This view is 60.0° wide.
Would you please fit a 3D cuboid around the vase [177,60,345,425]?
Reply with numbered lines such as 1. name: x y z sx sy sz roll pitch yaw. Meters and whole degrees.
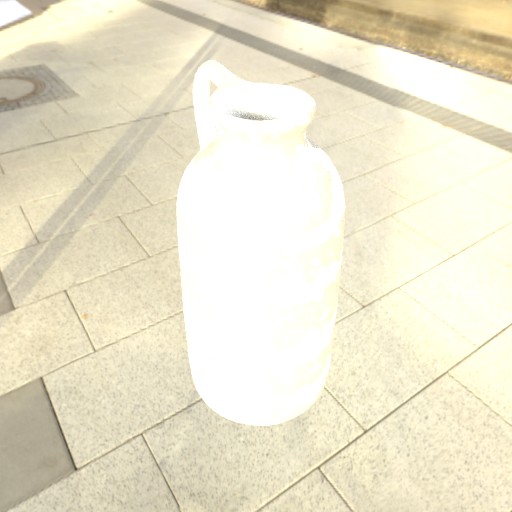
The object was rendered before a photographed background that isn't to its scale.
1. vase: 0.000 0.000 0.492 0.186 0.382 0.203 -26 47 -27
